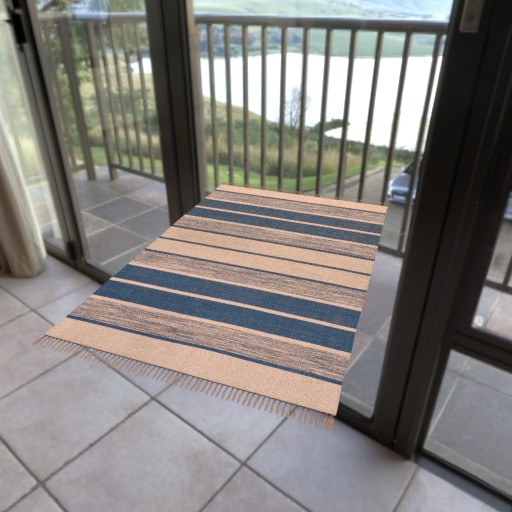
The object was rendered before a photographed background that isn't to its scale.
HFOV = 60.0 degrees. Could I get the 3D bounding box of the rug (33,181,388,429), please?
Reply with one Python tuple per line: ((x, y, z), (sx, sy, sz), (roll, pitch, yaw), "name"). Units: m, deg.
((0.000, 0.000, 3.010), (1.532, 0.010, 2.441), (10, 32, 17), "rug")
